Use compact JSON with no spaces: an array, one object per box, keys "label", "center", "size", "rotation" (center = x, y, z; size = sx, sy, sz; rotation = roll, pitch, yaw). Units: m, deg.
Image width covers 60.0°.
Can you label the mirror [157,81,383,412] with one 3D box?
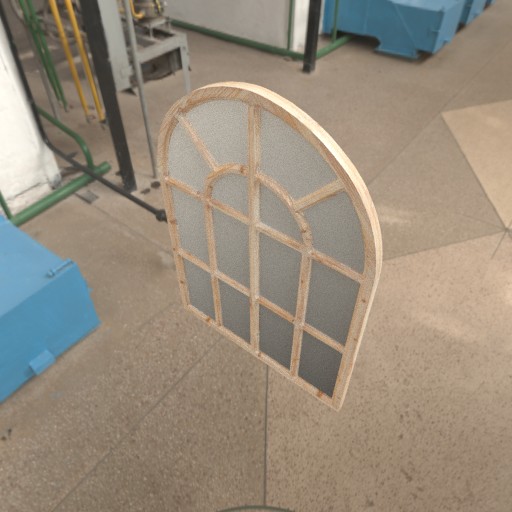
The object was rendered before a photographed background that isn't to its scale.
[{"label":"mirror","center":[0.000,0.000,1.186],"size":[0.660,0.920,0.032],"rotation":[29,52,26]}]
